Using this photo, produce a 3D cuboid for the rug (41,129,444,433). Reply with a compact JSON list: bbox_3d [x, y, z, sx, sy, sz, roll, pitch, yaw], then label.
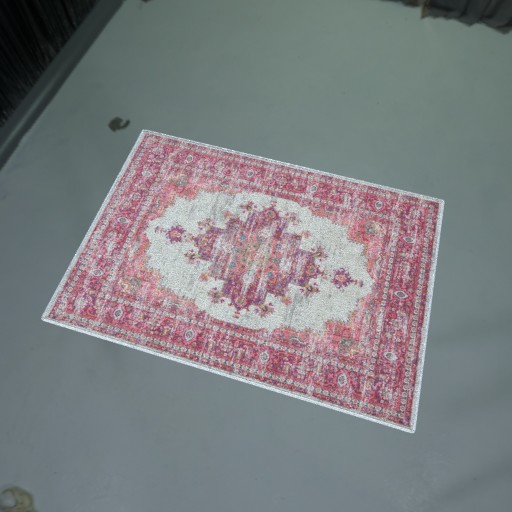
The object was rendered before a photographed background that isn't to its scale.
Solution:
[{"bbox_3d":[0.000,0.000,2.229,1.747,0.011,1.217,15,64,7],"label":"rug"}]
